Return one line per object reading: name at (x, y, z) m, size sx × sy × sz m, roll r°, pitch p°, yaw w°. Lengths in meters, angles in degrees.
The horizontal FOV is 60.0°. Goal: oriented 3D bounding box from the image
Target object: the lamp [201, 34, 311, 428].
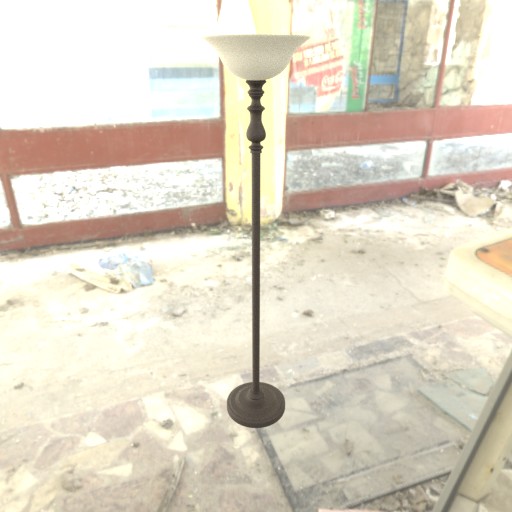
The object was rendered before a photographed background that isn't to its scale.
lamp at (0.000, 0.000, 2.023) m, size 0.405 × 1.797 × 0.405 m, roll 0°, pitch 24°, yaw 0°
